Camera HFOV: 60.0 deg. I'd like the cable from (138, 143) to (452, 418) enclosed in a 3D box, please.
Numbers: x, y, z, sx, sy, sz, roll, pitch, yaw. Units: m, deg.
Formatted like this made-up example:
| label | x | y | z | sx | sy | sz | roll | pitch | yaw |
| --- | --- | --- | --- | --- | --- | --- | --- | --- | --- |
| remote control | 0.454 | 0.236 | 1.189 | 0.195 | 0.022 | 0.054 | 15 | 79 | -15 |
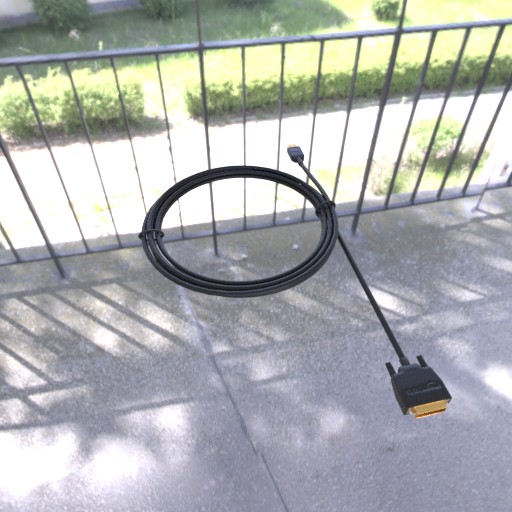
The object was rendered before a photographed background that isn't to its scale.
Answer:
| label | x | y | z | sx | sy | sz | roll | pitch | yaw |
| --- | --- | --- | --- | --- | --- | --- | --- | --- | --- |
| cable | 0.000 | 0.000 | 0.503 | 0.257 | 0.030 | 0.422 | -9 | 47 | -9 |
